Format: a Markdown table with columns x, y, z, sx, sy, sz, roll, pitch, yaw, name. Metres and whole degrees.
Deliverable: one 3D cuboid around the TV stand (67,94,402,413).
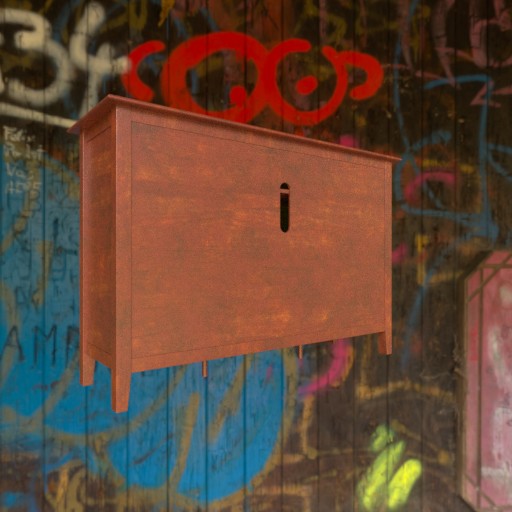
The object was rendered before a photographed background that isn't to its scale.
| x | y | z | sx | sy | sz | roll | pitch | yaw | name |
| --- | --- | --- | --- | --- | --- | --- | --- | --- | --- |
| 0.000 | 0.000 | 1.832 | 1.372 | 0.915 | 0.445 | 0 | 0 | -37 | TV stand |
